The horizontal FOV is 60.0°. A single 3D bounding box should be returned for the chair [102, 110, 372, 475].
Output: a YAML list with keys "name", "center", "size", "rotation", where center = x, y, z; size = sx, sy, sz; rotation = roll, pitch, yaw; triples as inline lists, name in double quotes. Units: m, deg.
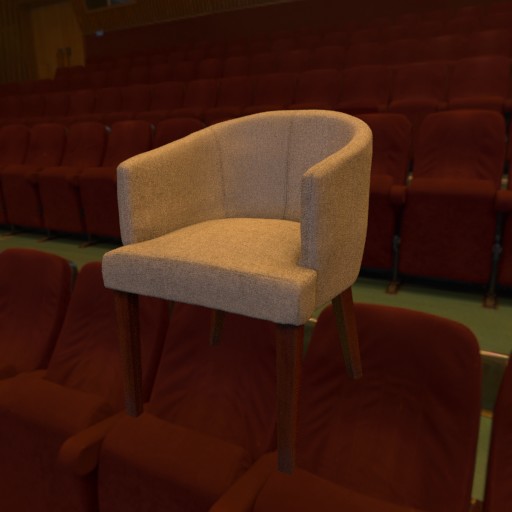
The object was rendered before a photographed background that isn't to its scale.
- name: "chair"
  center: [0.000, 0.000, 1.242]
  size: [0.583, 0.811, 0.655]
  rotation: [7, 16, 26]
